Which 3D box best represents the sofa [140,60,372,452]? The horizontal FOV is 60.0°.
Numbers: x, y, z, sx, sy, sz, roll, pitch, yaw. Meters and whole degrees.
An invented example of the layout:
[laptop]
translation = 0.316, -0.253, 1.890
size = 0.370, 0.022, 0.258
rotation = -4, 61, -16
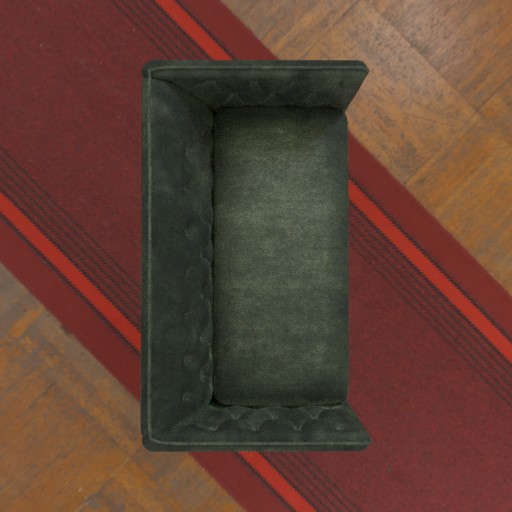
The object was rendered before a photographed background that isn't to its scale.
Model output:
[sofa]
translation = 0.000, 0.000, 2.068
size = 0.895, 0.768, 1.537
rotation = 0, 89, 0
